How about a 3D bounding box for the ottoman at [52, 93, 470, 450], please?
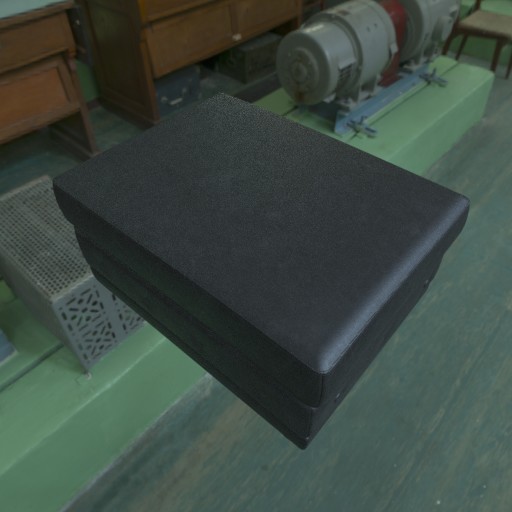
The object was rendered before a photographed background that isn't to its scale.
[{"bbox_3d":[0.000,0.000,1.165,0.795,0.498,0.590,32,54,27],"label":"ottoman"}]
